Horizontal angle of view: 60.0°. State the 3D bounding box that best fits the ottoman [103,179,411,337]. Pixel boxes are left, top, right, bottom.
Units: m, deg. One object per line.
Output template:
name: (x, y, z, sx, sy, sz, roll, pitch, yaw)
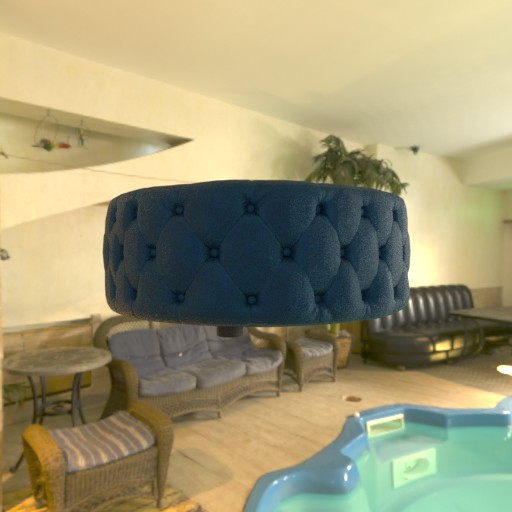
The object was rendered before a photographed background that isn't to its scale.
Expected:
ottoman: (0.000, 0.000, 1.521, 0.998, 0.398, 0.998, 0, 0, 0)
